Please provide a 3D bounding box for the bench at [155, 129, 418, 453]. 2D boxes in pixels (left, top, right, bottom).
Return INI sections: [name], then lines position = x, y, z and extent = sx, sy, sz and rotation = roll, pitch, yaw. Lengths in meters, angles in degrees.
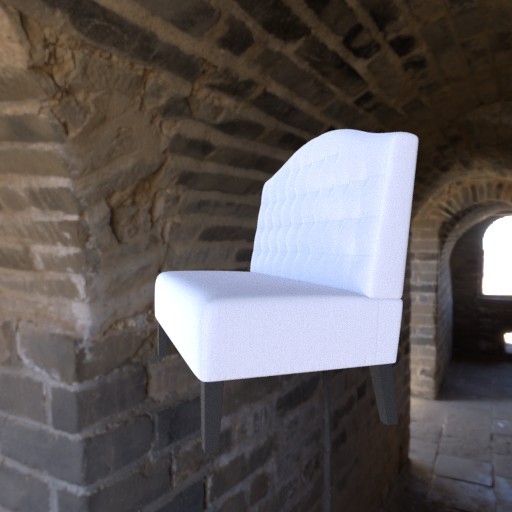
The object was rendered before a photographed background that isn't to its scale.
[bench]
position = 0.000, 0.000, 2.086
extent = 0.815, 1.180, 1.335
rotation = -1, 2, -19
